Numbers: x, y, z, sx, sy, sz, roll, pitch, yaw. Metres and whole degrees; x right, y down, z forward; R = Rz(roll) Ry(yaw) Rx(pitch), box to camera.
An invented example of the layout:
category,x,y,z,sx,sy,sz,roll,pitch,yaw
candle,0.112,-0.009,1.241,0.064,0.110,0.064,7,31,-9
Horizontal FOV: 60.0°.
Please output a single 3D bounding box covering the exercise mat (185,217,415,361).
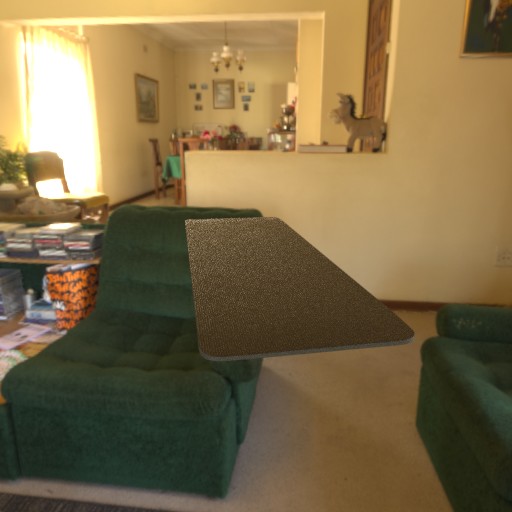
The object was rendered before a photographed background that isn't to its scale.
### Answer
category,x,y,z,sx,sy,sz,roll,pitch,yaw
exercise mat,0.000,0.000,2.060,0.616,0.021,1.869,-3,16,-10
